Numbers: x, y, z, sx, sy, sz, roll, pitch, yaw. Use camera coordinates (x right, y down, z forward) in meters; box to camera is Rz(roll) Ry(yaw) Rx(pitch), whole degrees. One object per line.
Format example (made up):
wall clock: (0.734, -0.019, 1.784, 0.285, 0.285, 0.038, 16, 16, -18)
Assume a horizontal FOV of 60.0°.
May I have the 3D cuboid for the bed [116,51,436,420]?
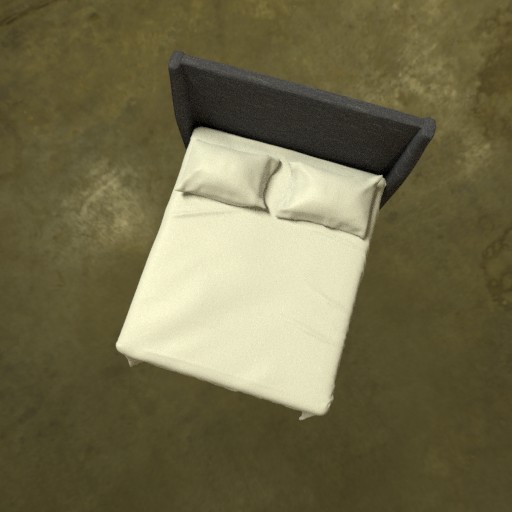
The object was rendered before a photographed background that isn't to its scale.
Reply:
bed: (0.000, 0.000, 3.469, 1.925, 1.332, 2.276, 16, 78, 4)
